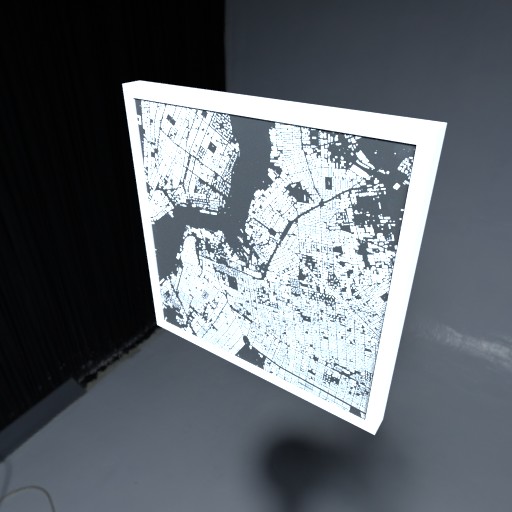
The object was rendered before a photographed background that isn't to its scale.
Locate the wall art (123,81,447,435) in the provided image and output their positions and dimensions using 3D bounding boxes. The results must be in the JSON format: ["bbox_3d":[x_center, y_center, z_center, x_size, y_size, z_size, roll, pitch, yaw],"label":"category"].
[{"bbox_3d":[0.000,0.000,0.747,0.506,0.506,0.038,19,36,29],"label":"wall art"}]
